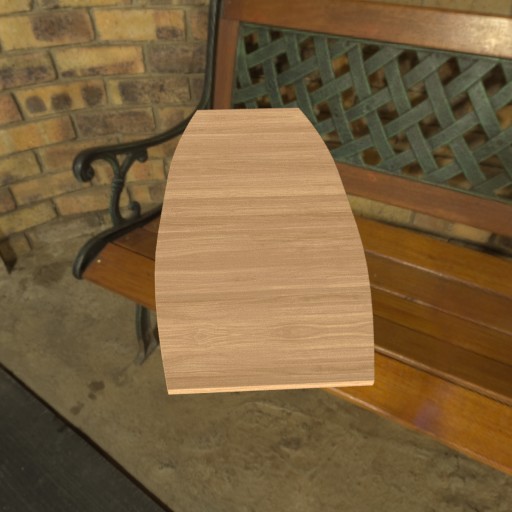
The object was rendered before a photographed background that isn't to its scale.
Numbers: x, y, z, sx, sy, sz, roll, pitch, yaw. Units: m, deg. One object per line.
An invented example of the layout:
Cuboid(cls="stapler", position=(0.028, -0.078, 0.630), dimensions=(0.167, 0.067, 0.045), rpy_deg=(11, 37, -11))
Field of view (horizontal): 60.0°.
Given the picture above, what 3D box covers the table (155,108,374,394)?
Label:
Cuboid(cls="table", position=(0.000, 0.000, 2.423), dimensions=(0.900, 0.750, 2.032), rpy_deg=(-2, 43, -2))
